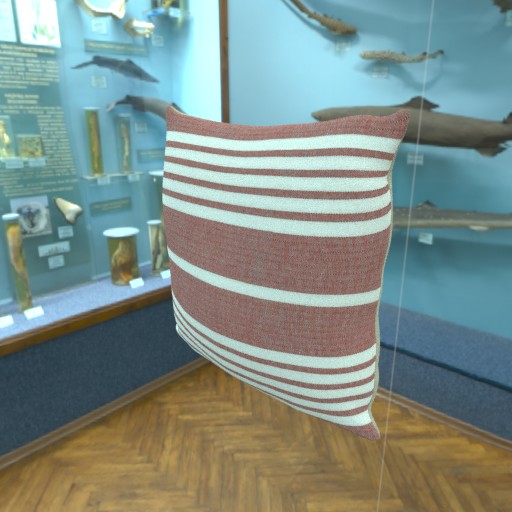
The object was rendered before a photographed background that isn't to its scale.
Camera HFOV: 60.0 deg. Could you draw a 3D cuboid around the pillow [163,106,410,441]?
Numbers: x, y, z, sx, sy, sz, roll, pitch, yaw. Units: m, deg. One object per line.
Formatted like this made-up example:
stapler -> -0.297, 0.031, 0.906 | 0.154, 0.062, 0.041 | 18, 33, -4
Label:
pillow -> 0.000, 0.000, 0.660 | 0.439, 0.427, 0.182 | 17, 24, 42
